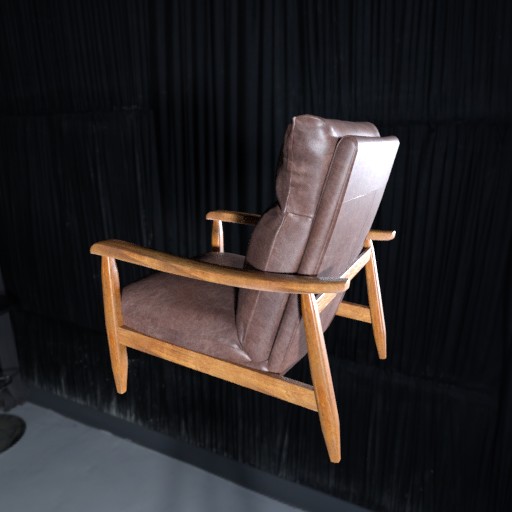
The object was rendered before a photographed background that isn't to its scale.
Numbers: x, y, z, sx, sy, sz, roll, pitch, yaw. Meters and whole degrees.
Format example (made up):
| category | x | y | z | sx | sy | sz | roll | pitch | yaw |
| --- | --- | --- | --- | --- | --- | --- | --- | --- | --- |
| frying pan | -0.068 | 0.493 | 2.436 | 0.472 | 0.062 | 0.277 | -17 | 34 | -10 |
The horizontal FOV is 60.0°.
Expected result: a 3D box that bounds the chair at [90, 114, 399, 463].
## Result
| category | x | y | z | sx | sy | sz | roll | pitch | yaw |
| --- | --- | --- | --- | --- | --- | --- | --- | --- | --- |
| chair | 0.000 | 0.000 | 1.531 | 0.830 | 0.897 | 0.782 | 7 | 17 | 25 |
